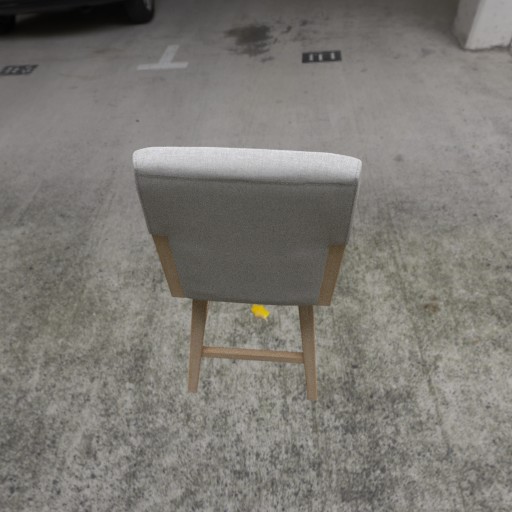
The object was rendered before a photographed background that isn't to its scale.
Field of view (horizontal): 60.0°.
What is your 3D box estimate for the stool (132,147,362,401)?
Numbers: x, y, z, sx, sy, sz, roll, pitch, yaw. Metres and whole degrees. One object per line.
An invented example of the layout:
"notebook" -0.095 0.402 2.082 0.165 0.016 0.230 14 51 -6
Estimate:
"stool" 0.000 0.000 1.420 0.507 1.085 0.606 3 45 3
